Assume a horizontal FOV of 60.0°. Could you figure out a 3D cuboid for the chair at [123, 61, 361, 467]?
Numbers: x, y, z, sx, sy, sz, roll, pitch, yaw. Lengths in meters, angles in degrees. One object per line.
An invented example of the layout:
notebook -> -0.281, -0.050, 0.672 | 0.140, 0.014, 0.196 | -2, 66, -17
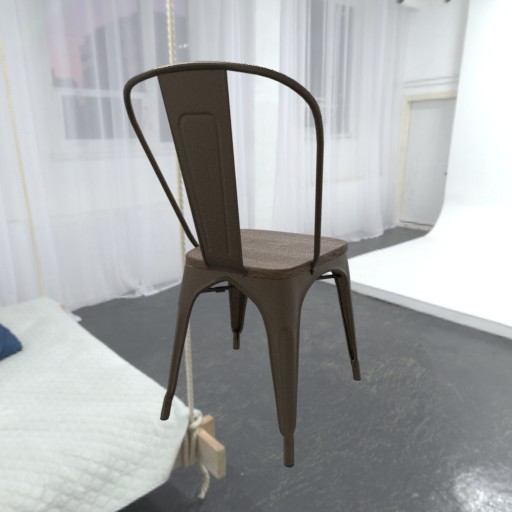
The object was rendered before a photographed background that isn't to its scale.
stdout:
chair -> 0.000, 0.000, 1.123 | 0.451, 0.844, 0.532 | 8, 17, 27
